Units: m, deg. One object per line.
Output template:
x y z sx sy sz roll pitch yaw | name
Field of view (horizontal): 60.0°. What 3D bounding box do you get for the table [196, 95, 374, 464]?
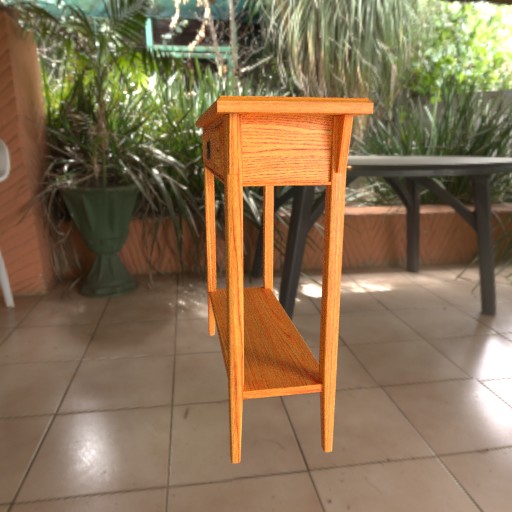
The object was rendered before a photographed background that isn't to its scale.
0.000 0.000 1.148 0.254 0.711 0.762 -3 15 -10 | table
